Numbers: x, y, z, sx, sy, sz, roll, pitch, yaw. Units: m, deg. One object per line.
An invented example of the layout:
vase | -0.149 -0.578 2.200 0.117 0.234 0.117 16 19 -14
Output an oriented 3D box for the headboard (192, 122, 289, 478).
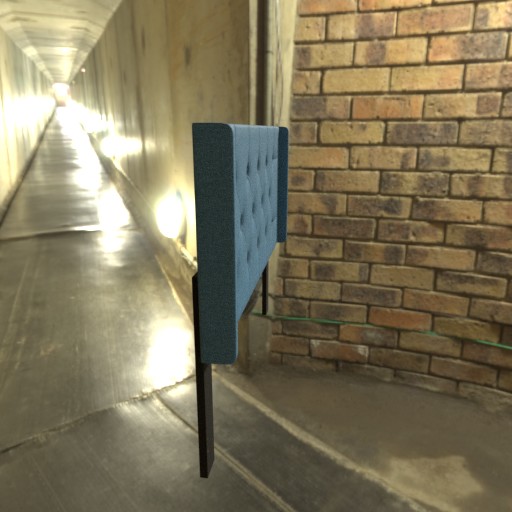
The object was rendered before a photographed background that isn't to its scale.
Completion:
headboard | 0.000 0.000 2.694 0.184 1.524 2.051 3 16 9
